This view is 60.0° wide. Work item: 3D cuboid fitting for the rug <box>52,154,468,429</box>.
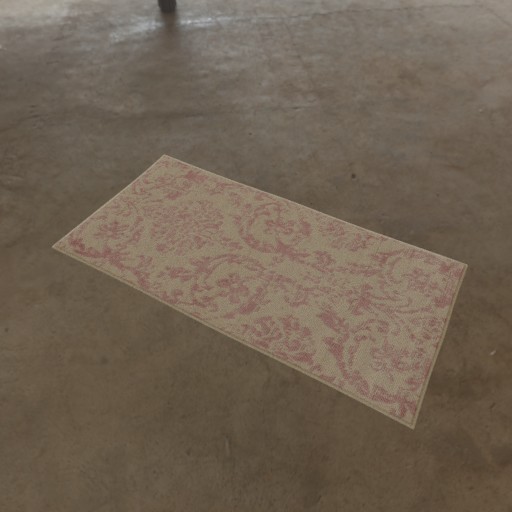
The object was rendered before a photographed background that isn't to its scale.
[{"bbox_3d":[0.000,0.000,1.446,1.219,0.007,0.604,23,52,19],"label":"rug"}]
